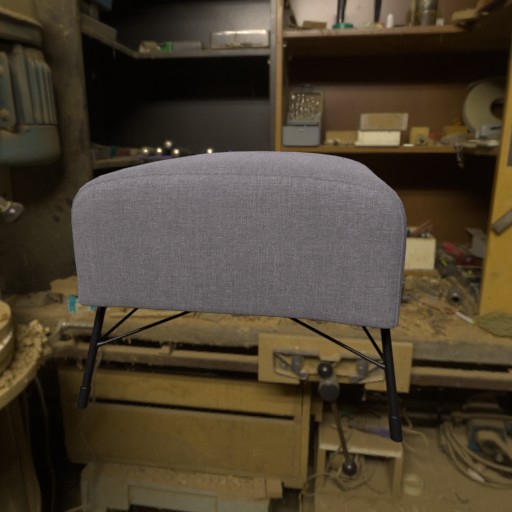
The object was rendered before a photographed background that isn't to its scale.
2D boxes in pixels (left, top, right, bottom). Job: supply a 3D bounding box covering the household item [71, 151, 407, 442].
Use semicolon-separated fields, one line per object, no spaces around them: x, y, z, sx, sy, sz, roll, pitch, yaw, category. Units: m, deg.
0.000;0.000;0.897;0.530;0.410;0.530;2;15;9;household item
